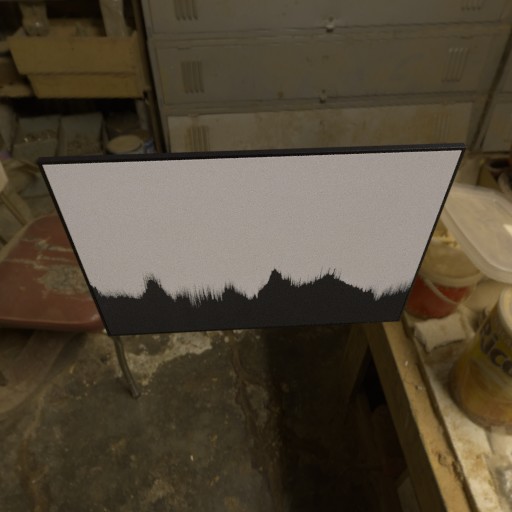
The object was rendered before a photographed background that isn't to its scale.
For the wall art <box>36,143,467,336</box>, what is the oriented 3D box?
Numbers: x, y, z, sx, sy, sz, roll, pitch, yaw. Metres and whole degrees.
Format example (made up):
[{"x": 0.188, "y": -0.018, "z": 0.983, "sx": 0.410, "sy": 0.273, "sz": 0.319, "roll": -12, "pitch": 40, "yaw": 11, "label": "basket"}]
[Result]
[{"x": 0.000, "y": 0.000, "z": 1.225, "sx": 0.957, "sy": 0.660, "sz": 0.019, "roll": -3, "pitch": 45, "yaw": -3, "label": "wall art"}]
